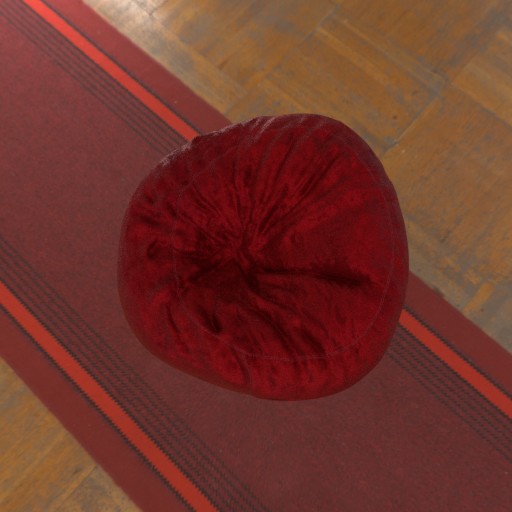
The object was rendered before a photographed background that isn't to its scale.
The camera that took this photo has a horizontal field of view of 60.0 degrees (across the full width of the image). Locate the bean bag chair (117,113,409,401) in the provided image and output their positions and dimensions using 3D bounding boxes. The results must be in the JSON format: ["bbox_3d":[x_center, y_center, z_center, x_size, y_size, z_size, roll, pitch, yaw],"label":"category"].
[{"bbox_3d":[0.000,0.000,2.435,1.524,0.878,1.524,-3,75,-1],"label":"bean bag chair"}]
